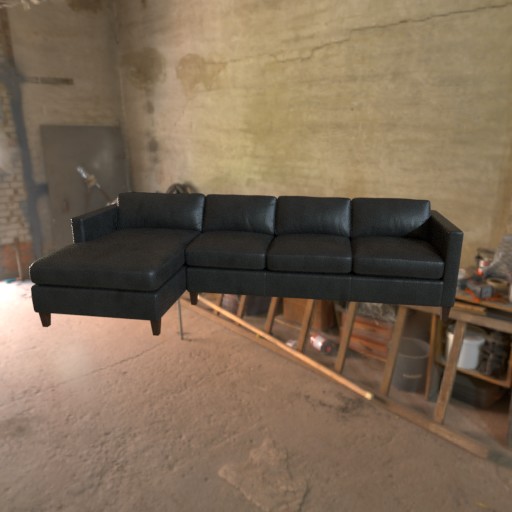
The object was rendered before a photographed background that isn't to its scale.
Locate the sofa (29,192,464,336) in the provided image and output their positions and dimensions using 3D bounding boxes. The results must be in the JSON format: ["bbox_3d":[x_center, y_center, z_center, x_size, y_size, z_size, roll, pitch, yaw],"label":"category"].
[{"bbox_3d":[0.000,0.000,3.772,3.203,0.883,1.581,3,16,9],"label":"sofa"}]
